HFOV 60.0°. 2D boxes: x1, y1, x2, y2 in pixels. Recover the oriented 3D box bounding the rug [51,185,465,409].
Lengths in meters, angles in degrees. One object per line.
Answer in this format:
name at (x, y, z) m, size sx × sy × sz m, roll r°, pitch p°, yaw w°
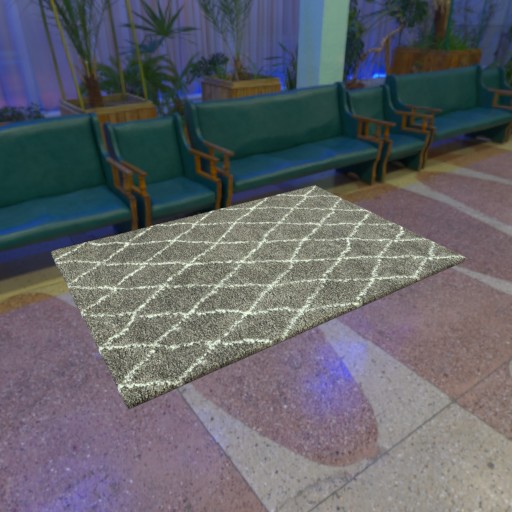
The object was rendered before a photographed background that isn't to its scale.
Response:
rug at (0.000, 0.000, 2.297) m, size 1.778 × 0.030 × 1.219 m, roll -18°, pitch 34°, yaw -28°
